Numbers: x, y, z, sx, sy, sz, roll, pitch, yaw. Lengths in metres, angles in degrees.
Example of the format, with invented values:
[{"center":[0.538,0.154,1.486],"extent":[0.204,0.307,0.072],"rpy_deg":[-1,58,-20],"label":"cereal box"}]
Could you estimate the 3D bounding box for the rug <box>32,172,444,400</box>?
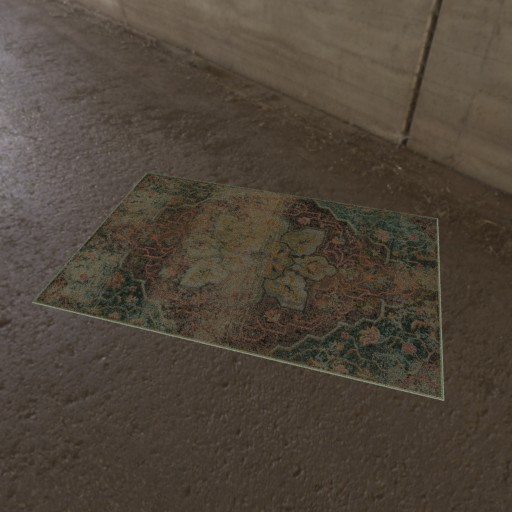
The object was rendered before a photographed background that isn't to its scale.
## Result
[{"center":[0.000,0.000,2.940],"extent":[2.363,0.004,1.566],"rpy_deg":[11,43,13],"label":"rug"}]
